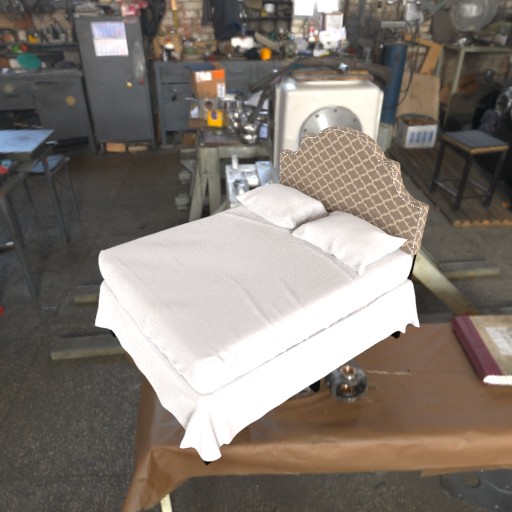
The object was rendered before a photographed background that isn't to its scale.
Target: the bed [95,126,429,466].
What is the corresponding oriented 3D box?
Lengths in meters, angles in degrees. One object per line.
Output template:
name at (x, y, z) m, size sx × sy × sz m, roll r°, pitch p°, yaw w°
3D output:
bed at (0.000, 0.000, 3.430) m, size 2.222 × 1.633 × 1.780 m, roll -22°, pitch 38°, yaw -31°
